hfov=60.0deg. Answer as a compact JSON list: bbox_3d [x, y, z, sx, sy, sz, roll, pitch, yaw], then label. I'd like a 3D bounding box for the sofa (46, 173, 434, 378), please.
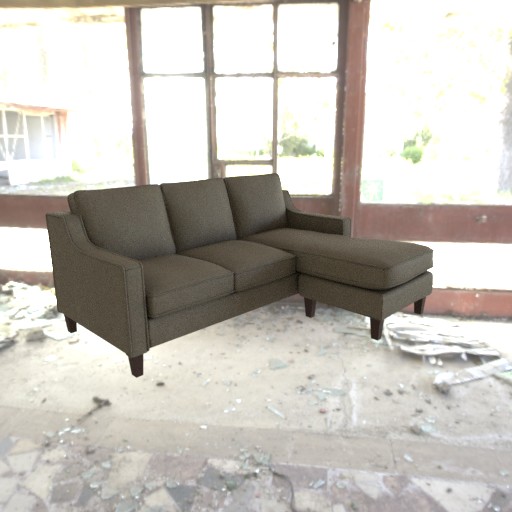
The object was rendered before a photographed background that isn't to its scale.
[{"bbox_3d":[0.000,0.000,3.347,1.858,1.081,2.317,14,20,43],"label":"sofa"}]
